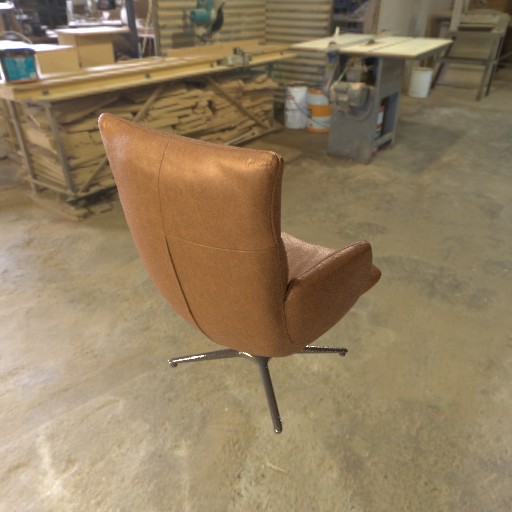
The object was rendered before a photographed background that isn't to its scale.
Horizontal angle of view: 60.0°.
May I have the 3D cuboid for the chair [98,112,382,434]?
[{"bbox_3d":[0.000,0.000,1.564,0.711,1.027,0.794,22,37,31],"label":"chair"}]
